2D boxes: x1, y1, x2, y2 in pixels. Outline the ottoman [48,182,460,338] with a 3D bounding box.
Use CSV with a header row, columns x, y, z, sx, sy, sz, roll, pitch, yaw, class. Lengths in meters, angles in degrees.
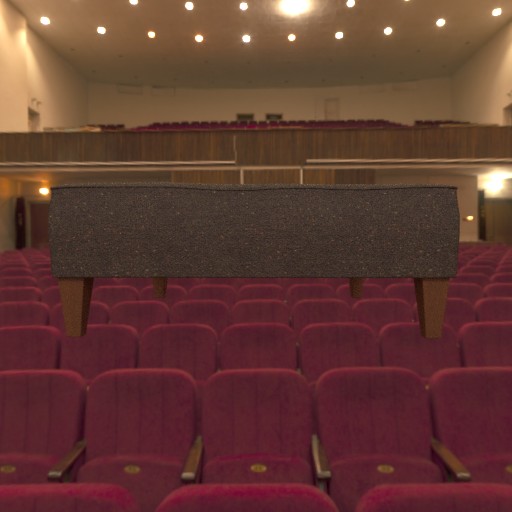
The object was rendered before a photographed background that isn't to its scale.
x,y,z,sx,sy,sz,roll,pitch,yaw,class
0.000,0.000,1.533,0.968,0.382,1.004,0,1,1,ottoman
